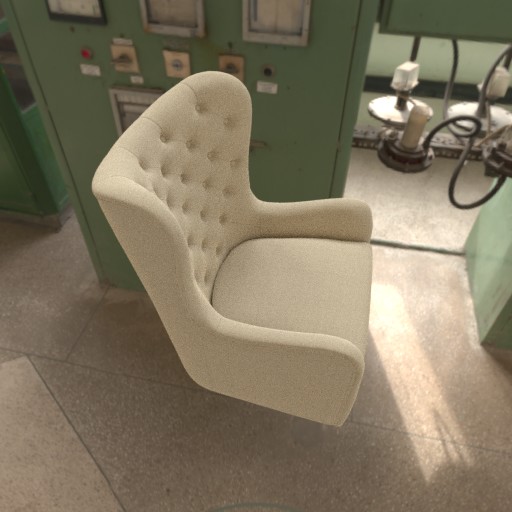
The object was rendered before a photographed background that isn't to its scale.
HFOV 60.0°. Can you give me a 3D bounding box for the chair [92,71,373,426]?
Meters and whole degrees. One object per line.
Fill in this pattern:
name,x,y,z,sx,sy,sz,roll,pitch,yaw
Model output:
chair,0.000,0.000,1.727,0.929,1.079,0.831,9,46,9
